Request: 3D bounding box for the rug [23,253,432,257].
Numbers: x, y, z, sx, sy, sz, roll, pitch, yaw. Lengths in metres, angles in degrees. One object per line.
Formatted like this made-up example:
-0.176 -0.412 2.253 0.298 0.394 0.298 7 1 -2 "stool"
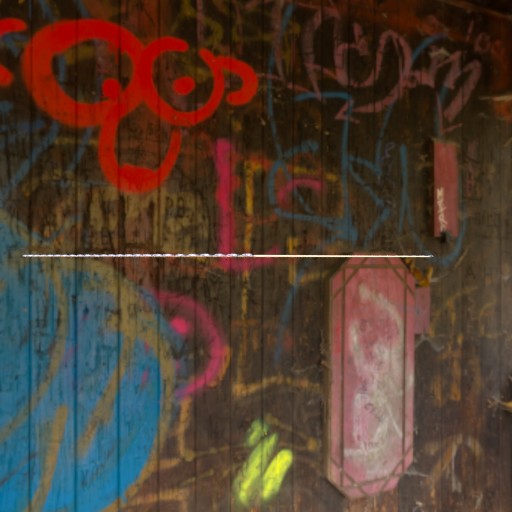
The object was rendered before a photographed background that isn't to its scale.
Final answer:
0.000 0.000 4.406 2.471 0.016 3.416 0 0 37 "rug"
